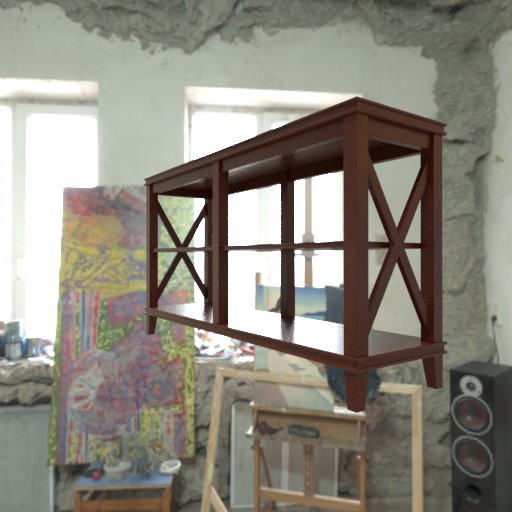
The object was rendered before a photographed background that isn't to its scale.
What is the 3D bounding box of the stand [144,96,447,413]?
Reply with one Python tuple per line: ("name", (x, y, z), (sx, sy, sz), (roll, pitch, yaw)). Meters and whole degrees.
("stand", (0.000, 0.000, 1.727), (0.381, 0.762, 1.372), (0, 0, -35))
